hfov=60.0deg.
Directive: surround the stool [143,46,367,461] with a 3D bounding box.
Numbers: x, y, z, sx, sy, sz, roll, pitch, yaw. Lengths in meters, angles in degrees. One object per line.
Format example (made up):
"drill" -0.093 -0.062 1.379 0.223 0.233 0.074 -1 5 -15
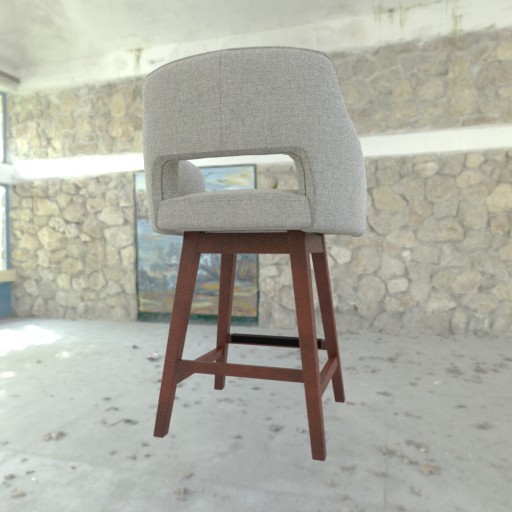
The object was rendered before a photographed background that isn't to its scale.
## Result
"stool" 0.000 0.000 1.262 0.599 0.944 0.558 0 1 18
